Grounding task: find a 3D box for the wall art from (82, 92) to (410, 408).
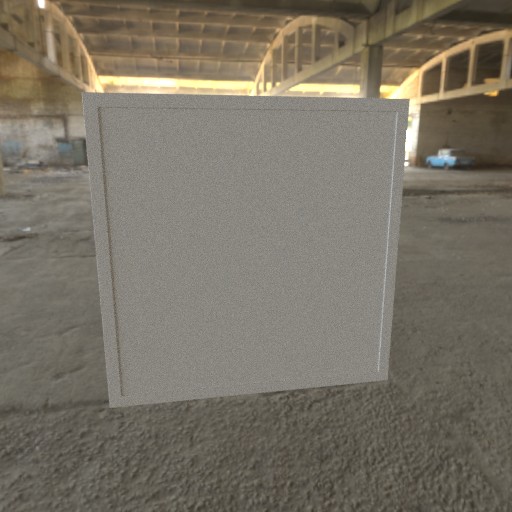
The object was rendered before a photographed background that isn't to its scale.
[{"bbox_3d":[0.000,0.000,0.967,0.660,0.660,0.015,-3,14,-10],"label":"wall art"}]
